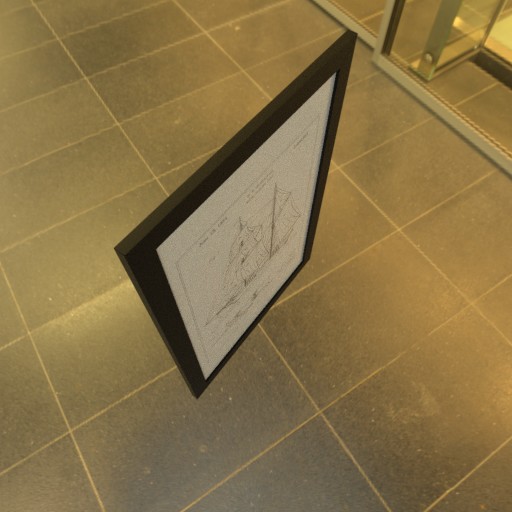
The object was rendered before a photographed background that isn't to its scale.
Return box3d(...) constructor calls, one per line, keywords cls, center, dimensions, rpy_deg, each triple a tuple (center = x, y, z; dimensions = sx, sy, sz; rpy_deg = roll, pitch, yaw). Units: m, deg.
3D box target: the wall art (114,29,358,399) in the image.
box3d(cls="wall art", center=(0.000, 0.000, 0.581), dimensions=(0.011, 0.459, 0.326), rpy_deg=(33, 65, 18))
